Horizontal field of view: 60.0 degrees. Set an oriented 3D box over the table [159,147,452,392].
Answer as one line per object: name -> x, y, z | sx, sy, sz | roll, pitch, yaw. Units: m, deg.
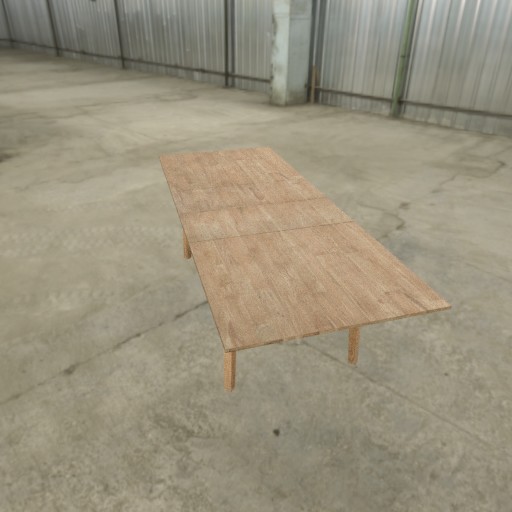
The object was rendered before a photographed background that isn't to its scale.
table -> 0.000, 0.000, 3.060 | 1.000, 0.752, 2.603 | -8, 30, -14
